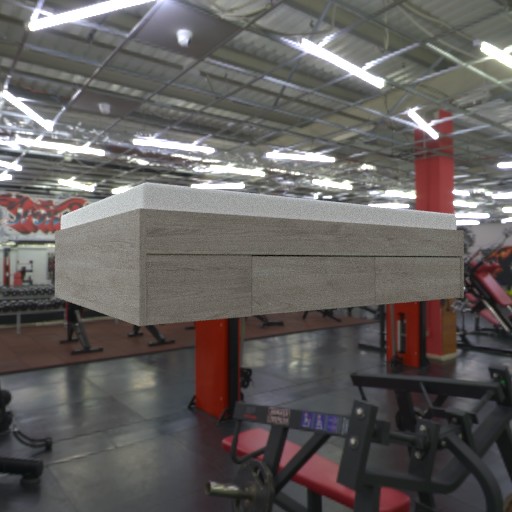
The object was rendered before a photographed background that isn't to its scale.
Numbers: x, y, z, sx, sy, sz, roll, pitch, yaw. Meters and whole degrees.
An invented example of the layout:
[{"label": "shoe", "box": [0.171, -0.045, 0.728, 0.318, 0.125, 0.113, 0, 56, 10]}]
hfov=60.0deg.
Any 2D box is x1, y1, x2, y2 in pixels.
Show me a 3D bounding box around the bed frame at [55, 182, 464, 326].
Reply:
[{"label": "bed frame", "box": [0.000, 0.000, 2.627, 1.944, 0.490, 1.448, 0, -1, -35]}]
